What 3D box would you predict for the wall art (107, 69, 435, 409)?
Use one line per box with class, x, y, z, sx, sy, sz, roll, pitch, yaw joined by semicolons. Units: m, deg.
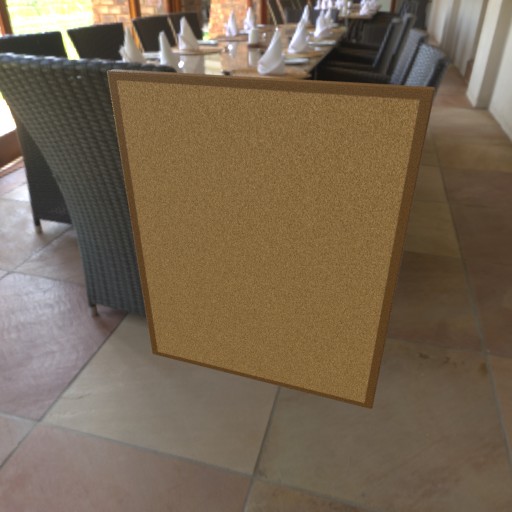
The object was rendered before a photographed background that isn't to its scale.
wall art;0.000;0.000;0.729;0.449;0.550;0.021;10;32;16
